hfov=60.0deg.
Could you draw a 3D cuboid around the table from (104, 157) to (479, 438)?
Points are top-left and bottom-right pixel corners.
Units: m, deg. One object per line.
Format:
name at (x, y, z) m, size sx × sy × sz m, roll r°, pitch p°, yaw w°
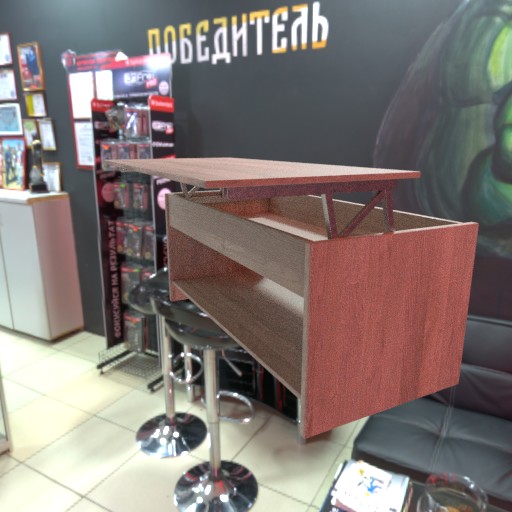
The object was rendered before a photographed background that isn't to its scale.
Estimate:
table at (0.000, 0.000, 1.393) m, size 0.712 × 0.570 × 1.000 m, roll -7°, pitch 16°, yaw -27°
